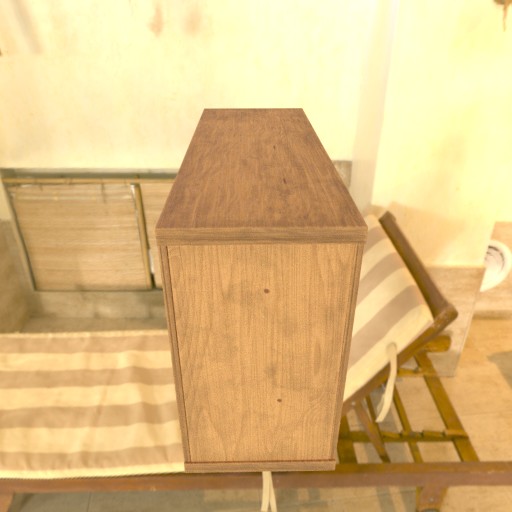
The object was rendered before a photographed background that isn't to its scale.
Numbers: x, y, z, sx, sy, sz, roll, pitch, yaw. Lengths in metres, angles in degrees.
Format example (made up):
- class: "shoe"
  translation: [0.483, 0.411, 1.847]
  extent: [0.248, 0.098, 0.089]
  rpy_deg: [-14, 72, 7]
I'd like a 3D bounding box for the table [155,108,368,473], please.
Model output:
- class: "table"
  translation: [0.000, 0.000, 1.539]
  extent: [0.410, 0.771, 1.151]
  rpy_deg: [-1, 29, -1]
